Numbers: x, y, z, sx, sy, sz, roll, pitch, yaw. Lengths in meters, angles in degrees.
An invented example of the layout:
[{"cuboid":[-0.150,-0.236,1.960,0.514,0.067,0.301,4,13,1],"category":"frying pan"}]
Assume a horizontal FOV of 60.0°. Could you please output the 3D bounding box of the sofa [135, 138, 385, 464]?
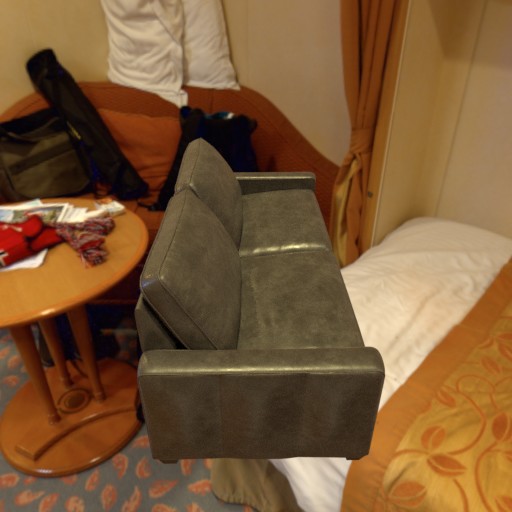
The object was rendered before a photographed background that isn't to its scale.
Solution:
[{"cuboid":[0.000,0.000,2.566,0.939,0.916,2.081,-1,32,-1],"category":"sofa"}]
